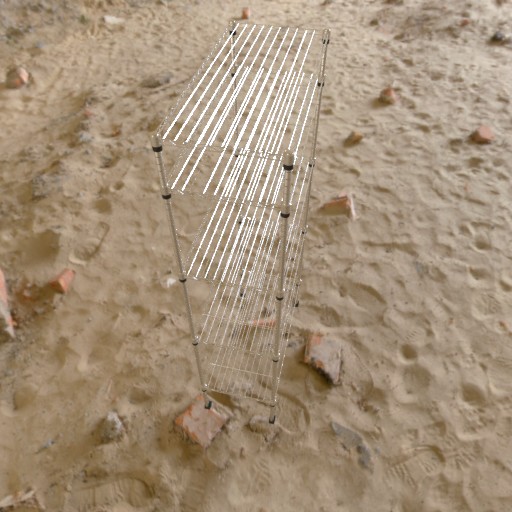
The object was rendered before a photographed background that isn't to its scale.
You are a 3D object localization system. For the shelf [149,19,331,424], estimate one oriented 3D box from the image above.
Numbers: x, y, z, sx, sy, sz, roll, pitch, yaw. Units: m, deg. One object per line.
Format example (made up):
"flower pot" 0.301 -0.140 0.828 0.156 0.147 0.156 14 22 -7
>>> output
"shelf" 0.000 0.000 1.865 0.356 1.587 0.762 10 49 9
